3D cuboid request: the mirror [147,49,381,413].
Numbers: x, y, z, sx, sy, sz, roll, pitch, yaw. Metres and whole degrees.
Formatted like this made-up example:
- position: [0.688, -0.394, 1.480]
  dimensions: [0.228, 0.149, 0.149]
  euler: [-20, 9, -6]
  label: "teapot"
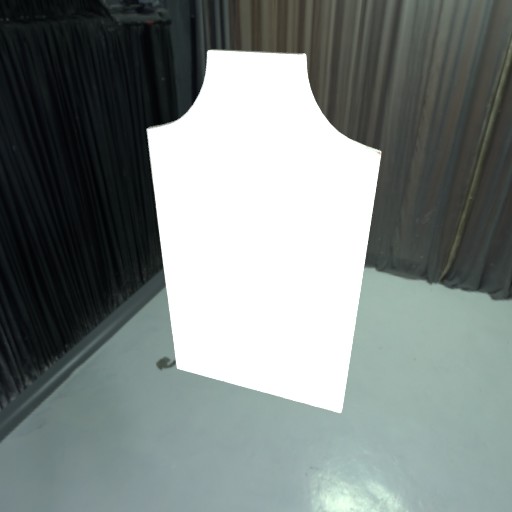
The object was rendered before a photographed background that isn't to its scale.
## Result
- position: [0.000, 0.000, 0.850]
  dimensions: [0.403, 0.717, 0.022]
  euler: [10, 33, 16]
  label: "mirror"
